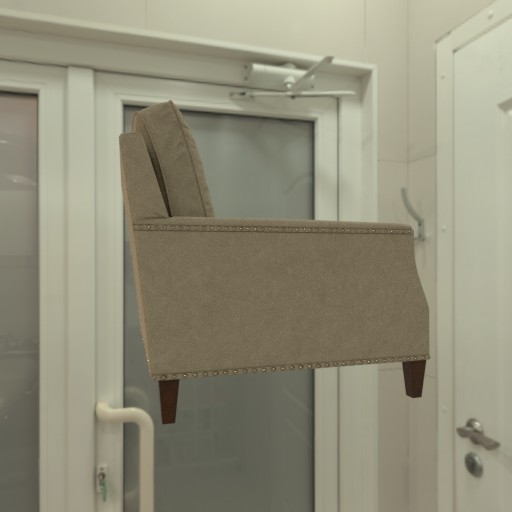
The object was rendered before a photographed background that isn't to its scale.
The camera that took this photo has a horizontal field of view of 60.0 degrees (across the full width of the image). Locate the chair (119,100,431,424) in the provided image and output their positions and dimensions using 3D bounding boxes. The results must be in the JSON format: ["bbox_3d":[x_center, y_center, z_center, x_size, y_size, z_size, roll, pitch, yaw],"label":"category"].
[{"bbox_3d":[0.000,0.000,1.731,1.014,0.943,0.853,0,0,-16],"label":"chair"}]
